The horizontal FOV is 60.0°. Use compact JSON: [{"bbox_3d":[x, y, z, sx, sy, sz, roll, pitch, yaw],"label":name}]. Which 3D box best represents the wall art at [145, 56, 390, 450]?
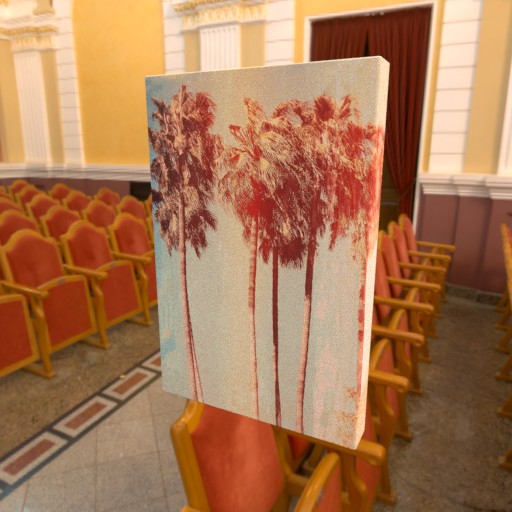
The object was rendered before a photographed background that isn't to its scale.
[{"bbox_3d":[0.000,0.000,0.484,0.251,0.380,0.039,7,16,26],"label":"wall art"}]
